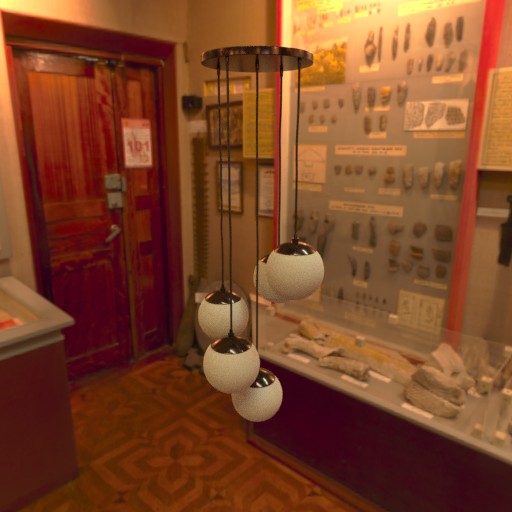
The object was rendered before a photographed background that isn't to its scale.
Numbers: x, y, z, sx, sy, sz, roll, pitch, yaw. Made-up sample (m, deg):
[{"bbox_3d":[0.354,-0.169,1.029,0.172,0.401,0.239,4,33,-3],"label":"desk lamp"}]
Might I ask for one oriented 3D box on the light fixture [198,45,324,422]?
[{"bbox_3d":[0.000,0.000,1.529,0.489,1.271,0.484,14,20,42],"label":"light fixture"}]
